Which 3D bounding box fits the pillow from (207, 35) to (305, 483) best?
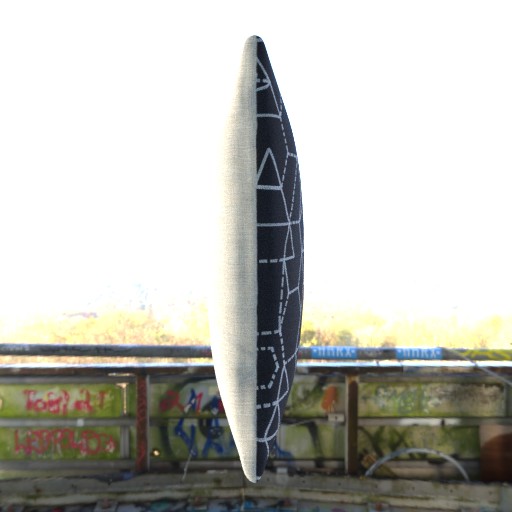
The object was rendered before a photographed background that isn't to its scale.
[{"bbox_3d":[0.000,0.000,0.756,0.158,0.508,0.517,0,1,1],"label":"pillow"}]
